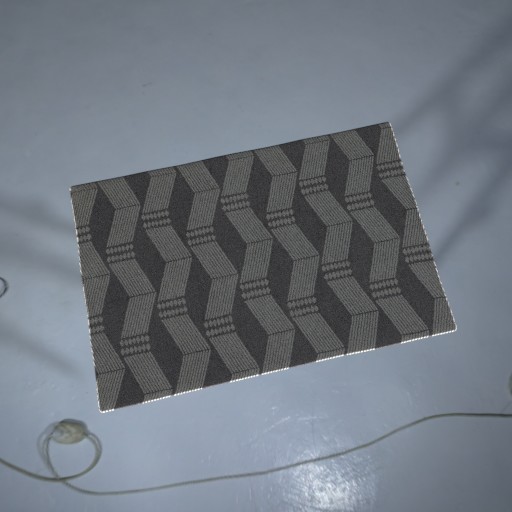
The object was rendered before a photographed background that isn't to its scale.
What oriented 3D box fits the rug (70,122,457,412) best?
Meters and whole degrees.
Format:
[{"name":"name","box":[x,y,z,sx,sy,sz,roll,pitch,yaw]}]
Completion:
[{"name":"rug","box":[0.000,0.000,2.346,1.833,0.016,1.210,-12,77,-3]}]
